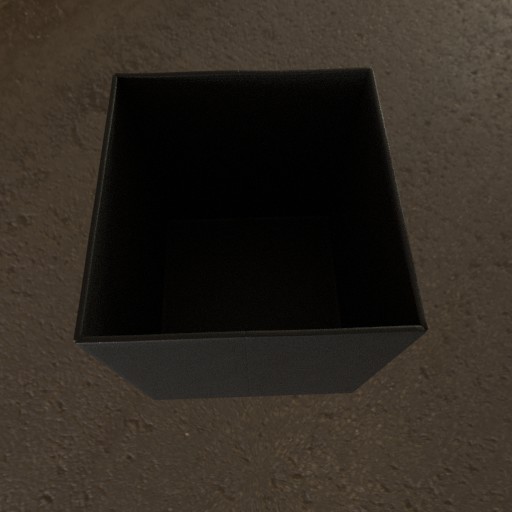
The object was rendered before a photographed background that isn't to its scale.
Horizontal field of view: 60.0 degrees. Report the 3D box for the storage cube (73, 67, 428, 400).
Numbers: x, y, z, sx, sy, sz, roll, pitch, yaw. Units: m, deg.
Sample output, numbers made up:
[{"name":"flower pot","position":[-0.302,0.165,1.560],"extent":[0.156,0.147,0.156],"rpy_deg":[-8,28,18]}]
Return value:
[{"name":"storage cube","position":[0.000,0.000,0.495],"extent":[0.270,0.280,0.270],"rpy_deg":[-2,64,-1]}]
